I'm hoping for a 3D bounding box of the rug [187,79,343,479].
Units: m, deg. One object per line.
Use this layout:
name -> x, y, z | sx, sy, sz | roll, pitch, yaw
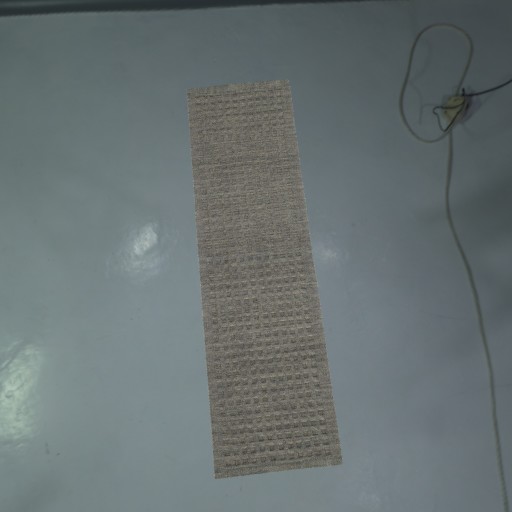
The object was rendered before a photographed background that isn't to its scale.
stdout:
rug -> 0.000, 0.000, 2.719 | 0.706, 0.009, 2.443 | -6, 75, -1
